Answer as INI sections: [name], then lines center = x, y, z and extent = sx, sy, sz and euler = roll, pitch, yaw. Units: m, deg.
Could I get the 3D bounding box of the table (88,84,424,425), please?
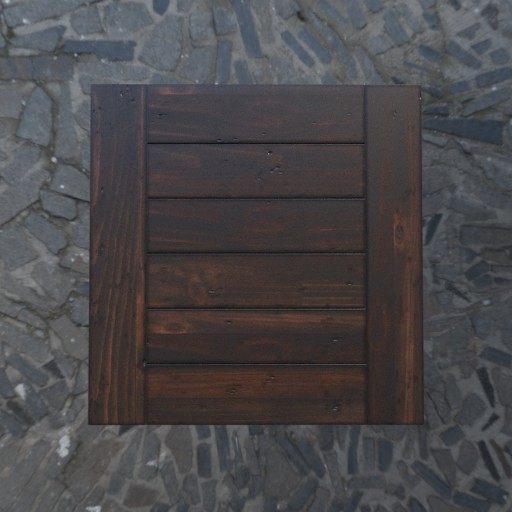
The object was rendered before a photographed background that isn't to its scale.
[table]
center = 0.000, 0.000, 1.004
extent = 0.593, 0.437, 0.606
euler = 0, 89, 0
